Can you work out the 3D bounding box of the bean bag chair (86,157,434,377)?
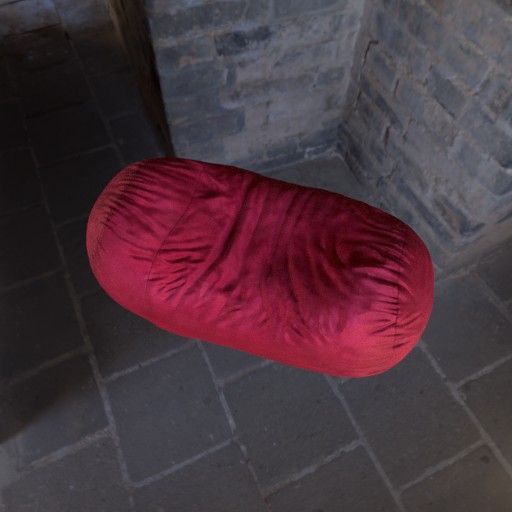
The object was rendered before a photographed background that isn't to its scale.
[{"bbox_3d":[0.000,0.000,2.946,2.293,0.867,1.216,16,60,9],"label":"bean bag chair"}]
